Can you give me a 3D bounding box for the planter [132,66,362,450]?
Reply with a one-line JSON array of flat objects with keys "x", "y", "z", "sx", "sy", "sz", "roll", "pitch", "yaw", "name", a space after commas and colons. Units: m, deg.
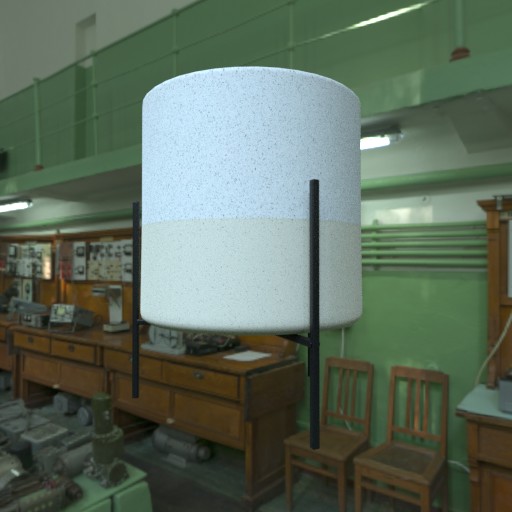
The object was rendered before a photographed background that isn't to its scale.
[{"x": 0.000, "y": 0.000, "z": 0.654, "sx": 0.313, "sy": 0.423, "sz": 0.335, "roll": 0, "pitch": -1, "yaw": 36, "name": "planter"}]
